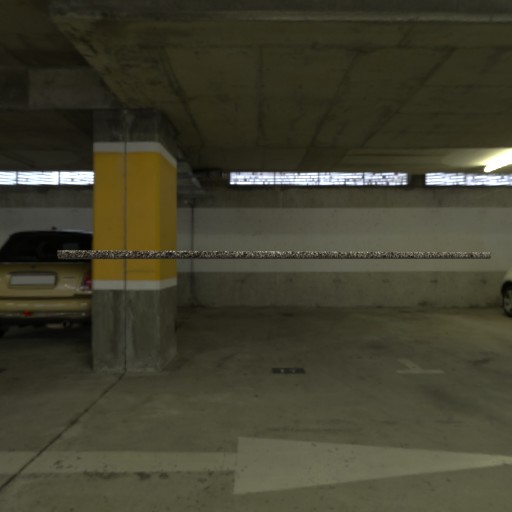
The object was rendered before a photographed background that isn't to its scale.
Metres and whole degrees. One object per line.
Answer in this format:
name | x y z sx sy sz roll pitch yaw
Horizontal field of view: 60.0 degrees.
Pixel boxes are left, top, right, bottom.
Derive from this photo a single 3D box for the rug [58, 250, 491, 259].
rug | 0.000 0.000 2.096 1.601 0.025 1.198 0 0 -18
